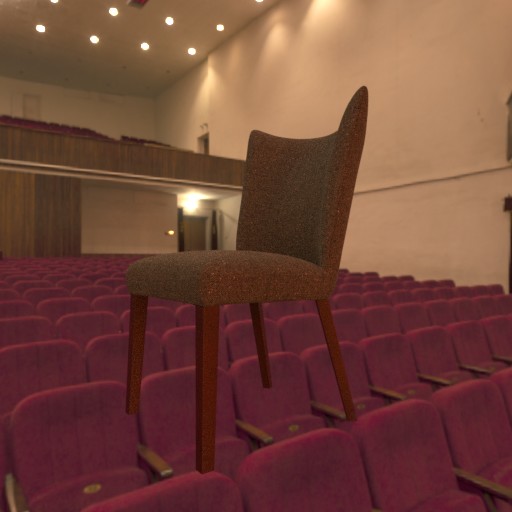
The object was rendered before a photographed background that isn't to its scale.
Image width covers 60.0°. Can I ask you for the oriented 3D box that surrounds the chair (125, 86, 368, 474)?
[{"bbox_3d":[0.000,0.000,1.302,0.623,0.924,0.535,0,-1,-36],"label":"chair"}]
